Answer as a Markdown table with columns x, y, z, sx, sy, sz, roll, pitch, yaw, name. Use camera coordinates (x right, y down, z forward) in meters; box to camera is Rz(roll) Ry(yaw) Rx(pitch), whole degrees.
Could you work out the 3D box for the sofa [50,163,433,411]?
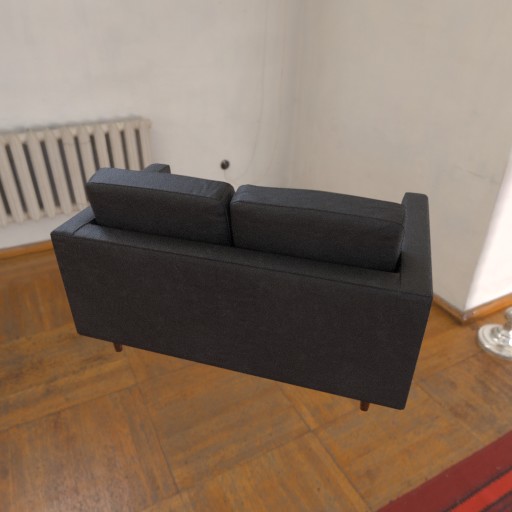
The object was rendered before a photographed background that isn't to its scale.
| x | y | z | sx | sy | sz | roll | pitch | yaw | name |
| --- | --- | --- | --- | --- | --- | --- | --- | --- | --- |
| 0.000 | 0.000 | 2.034 | 1.430 | 0.899 | 0.879 | 9 | 33 | 15 | sofa |
